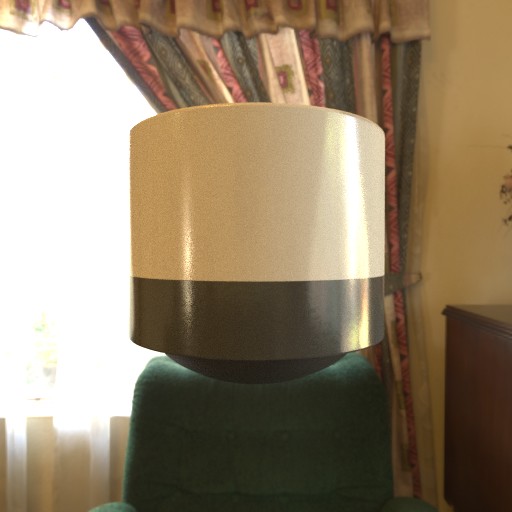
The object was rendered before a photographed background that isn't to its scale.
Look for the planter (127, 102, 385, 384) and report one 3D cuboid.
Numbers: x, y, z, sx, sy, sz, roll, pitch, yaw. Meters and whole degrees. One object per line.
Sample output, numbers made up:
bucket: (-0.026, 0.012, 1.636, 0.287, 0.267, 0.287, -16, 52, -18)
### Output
planter: (0.000, 0.000, 0.347, 0.193, 0.177, 0.193, 0, 1, 0)
